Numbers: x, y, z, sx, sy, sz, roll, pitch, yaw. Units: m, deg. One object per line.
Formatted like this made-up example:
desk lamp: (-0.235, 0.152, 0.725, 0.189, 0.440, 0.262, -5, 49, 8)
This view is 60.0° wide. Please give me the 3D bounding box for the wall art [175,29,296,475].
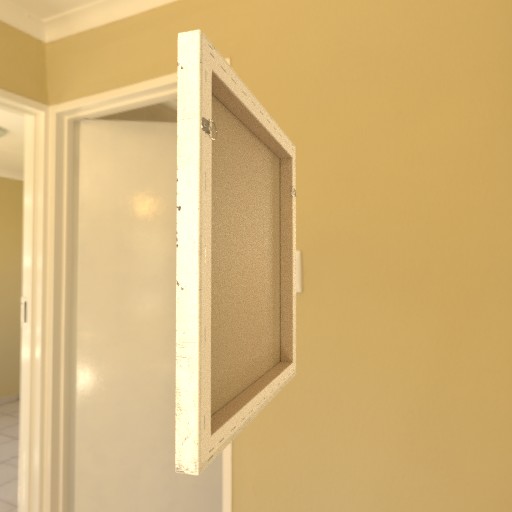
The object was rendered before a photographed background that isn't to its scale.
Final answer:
wall art: (0.000, 0.000, 0.896, 0.040, 0.611, 0.610, -1, -2, 17)
